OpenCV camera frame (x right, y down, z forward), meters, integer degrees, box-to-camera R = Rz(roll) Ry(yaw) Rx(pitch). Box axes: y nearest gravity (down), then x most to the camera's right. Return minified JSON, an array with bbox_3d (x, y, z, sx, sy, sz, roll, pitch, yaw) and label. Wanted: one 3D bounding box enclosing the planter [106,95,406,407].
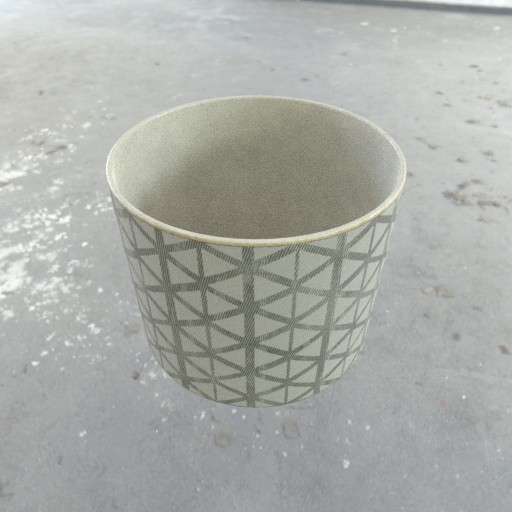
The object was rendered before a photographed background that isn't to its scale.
[{"bbox_3d":[0.000,0.000,0.457,0.250,0.239,0.250,0,41,0],"label":"planter"}]
